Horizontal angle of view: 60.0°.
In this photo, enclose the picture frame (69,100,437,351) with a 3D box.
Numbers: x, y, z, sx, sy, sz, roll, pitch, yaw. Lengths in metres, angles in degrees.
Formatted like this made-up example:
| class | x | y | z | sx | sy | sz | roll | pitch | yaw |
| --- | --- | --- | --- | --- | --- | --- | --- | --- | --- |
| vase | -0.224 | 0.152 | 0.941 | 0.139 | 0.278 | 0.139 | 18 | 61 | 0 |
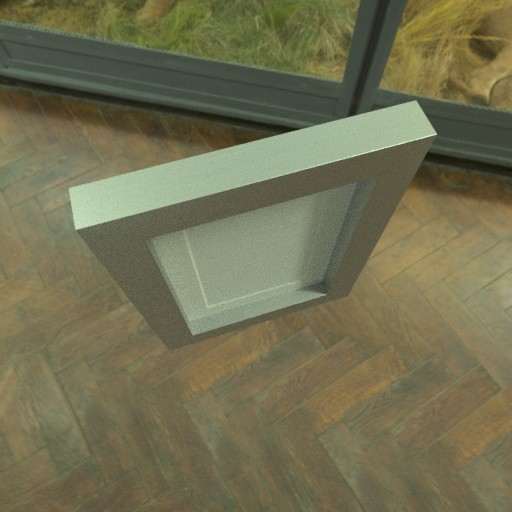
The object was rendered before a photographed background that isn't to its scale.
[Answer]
| class | x | y | z | sx | sy | sz | roll | pitch | yaw |
| --- | --- | --- | --- | --- | --- | --- | --- | --- | --- |
| picture frame | 0.000 | 0.000 | 0.283 | 0.157 | 0.208 | 0.028 | -16 | 66 | -7 |
